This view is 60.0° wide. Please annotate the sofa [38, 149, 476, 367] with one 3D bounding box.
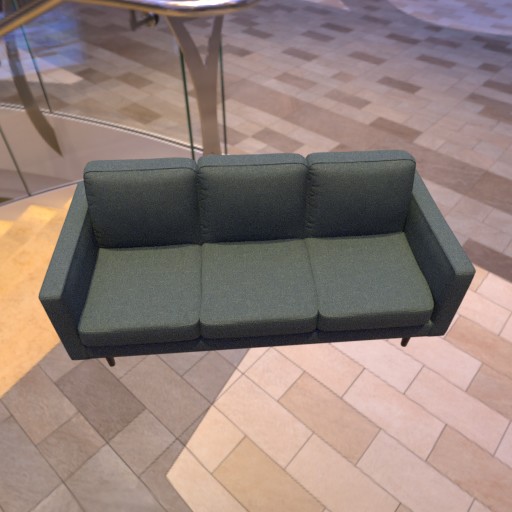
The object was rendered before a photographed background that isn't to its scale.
[{"bbox_3d":[0.000,0.000,2.480,2.013,0.945,0.935,-3,45,-3],"label":"sofa"}]
